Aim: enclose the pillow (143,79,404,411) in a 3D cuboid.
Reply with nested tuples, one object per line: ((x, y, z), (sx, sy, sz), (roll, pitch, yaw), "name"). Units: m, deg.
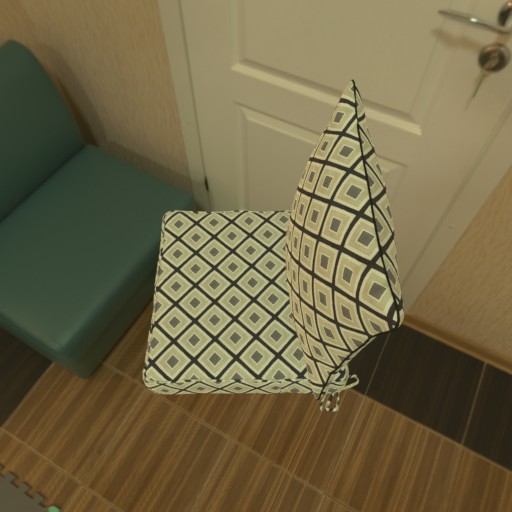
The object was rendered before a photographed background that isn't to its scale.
((0.000, 0.000, 1.377), (0.733, 0.722, 0.798), (0, 59, 0), "pillow")
